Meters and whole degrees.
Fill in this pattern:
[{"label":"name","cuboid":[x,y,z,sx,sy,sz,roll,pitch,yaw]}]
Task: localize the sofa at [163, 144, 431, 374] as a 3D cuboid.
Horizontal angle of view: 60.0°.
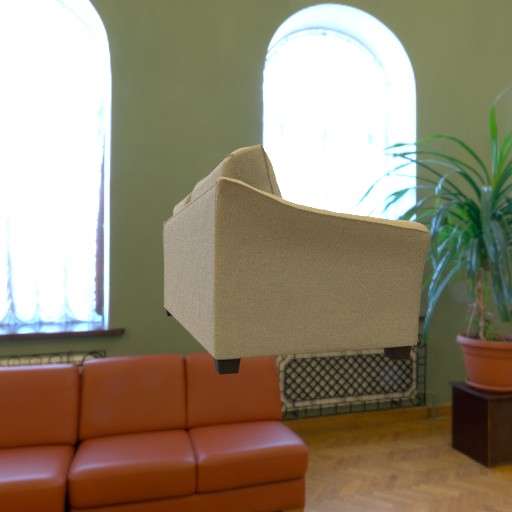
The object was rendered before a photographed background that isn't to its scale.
[{"label":"sofa","cuboid":[0.000,0.000,2.861,0.980,0.965,2.270,0,-1,-17]}]
